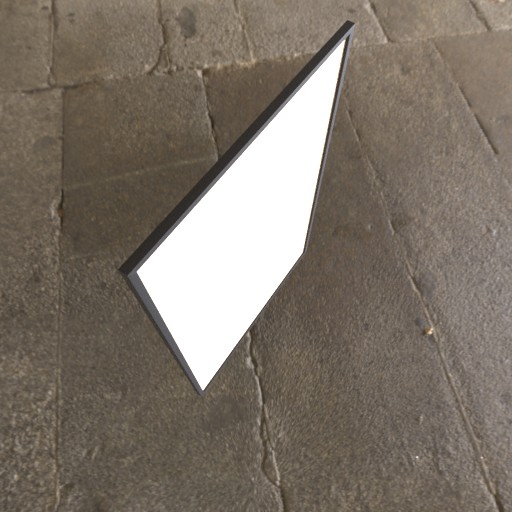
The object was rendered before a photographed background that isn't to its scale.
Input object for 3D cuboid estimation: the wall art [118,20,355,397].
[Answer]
[{"bbox_3d":[0.000,0.000,0.807,0.013,0.657,0.457,31,67,15],"label":"wall art"}]
